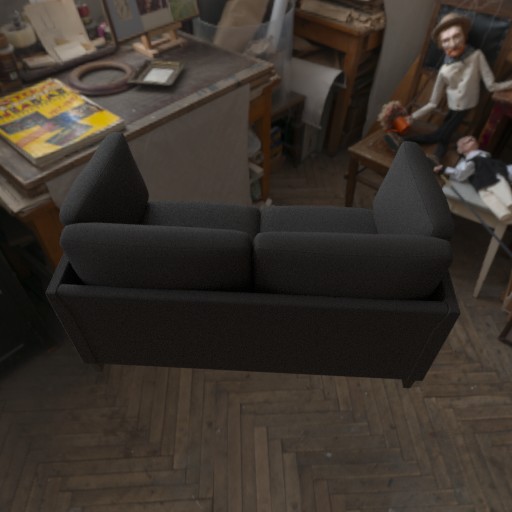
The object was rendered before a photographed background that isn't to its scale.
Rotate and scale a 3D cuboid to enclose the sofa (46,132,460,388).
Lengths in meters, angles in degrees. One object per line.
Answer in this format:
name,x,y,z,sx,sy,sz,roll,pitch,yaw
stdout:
sofa,0.000,0.000,2.298,1.751,0.920,0.969,2,47,2
